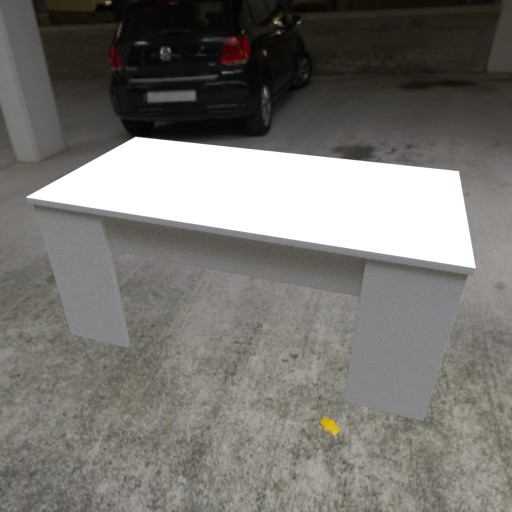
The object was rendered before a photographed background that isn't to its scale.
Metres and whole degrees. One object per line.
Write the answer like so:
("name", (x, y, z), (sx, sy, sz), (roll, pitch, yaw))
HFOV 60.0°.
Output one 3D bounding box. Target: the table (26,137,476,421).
("table", (0.000, 0.000, 1.252), (1.000, 0.440, 0.500), (10, 33, 15))
